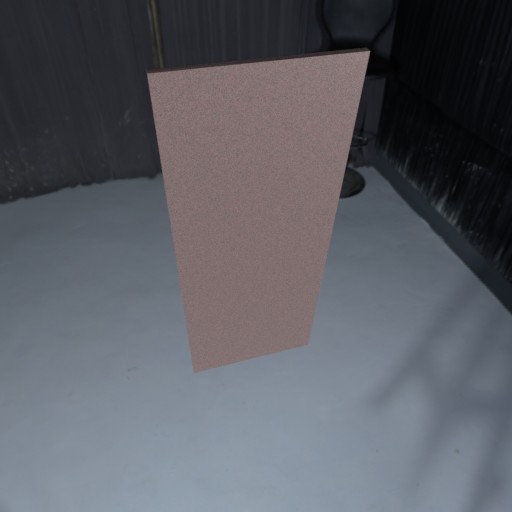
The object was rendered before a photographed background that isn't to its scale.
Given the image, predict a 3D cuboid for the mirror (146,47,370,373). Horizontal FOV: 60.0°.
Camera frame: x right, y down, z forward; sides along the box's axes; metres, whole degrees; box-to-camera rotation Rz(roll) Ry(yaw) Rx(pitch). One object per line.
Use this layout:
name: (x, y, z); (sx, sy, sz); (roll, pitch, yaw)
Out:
mirror: (0.000, 0.000, 2.300); (0.812, 2.020, 0.221); (-11, 43, -12)
